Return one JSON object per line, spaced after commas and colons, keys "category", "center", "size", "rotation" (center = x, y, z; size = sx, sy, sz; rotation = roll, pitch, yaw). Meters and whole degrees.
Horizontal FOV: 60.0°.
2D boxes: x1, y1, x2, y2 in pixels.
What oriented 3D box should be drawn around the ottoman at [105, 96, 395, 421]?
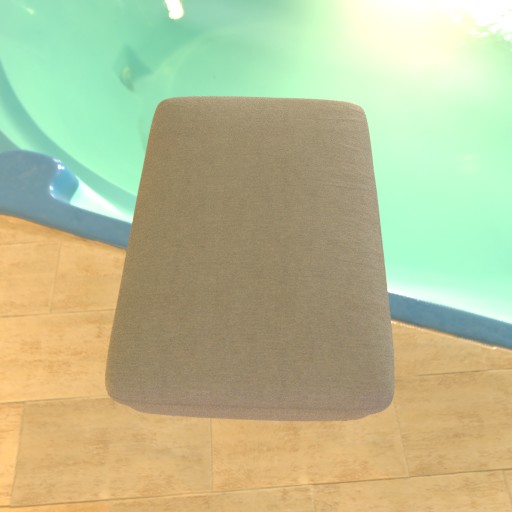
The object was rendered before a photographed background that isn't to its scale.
{"category": "ottoman", "center": [0.000, 0.000, 1.046], "size": [0.528, 0.404, 0.735], "rotation": [2, 63, 1]}
